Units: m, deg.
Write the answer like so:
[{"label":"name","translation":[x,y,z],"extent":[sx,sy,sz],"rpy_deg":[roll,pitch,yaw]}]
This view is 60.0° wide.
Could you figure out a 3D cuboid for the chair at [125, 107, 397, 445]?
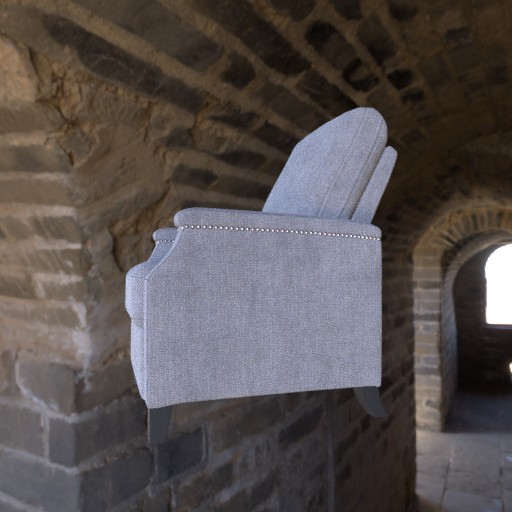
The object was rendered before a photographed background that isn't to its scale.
[{"label":"chair","translation":[0.000,0.000,1.661],"extent":[0.922,1.049,0.710],"rpy_deg":[1,-2,-19]}]
